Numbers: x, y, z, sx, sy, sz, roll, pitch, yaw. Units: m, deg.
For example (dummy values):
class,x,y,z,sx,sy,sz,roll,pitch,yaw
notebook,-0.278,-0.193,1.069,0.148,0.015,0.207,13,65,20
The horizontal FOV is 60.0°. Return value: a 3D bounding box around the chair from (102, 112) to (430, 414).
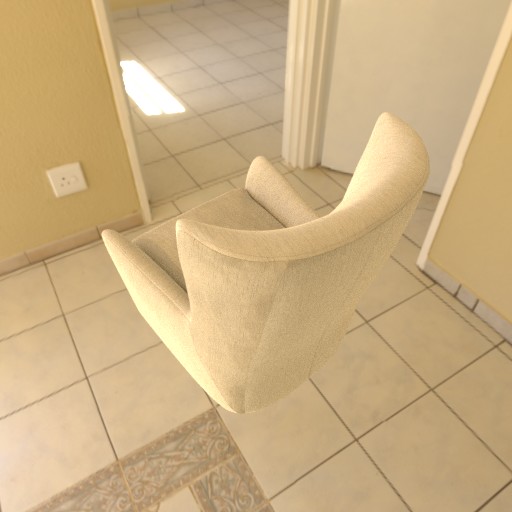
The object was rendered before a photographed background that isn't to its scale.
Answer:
class,x,y,z,sx,sy,sz,roll,pitch,yaw
chair,0.000,0.000,1.603,0.779,1.000,0.904,-32,53,-27
